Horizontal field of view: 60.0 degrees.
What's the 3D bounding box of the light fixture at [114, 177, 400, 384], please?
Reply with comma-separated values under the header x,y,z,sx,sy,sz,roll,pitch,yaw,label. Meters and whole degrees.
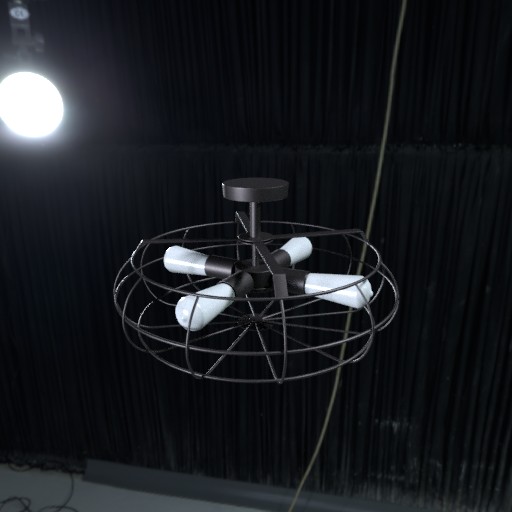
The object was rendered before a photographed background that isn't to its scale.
x,y,z,sx,sy,sz,roll,pitch,yaw,label
0.000,0.000,0.931,0.582,0.311,0.582,0,17,0,light fixture
